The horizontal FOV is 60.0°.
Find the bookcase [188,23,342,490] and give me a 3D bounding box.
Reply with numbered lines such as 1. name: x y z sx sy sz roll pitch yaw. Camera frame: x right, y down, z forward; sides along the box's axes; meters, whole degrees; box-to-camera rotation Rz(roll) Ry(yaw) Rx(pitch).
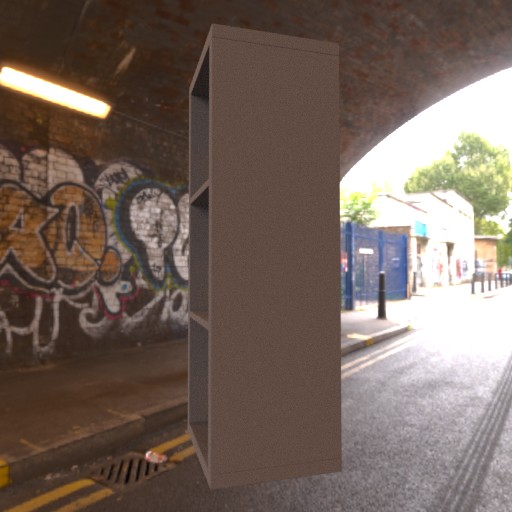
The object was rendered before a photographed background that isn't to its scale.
1. bookcase: 0.000 0.000 1.258 0.330 1.080 0.390 1 -2 -16
